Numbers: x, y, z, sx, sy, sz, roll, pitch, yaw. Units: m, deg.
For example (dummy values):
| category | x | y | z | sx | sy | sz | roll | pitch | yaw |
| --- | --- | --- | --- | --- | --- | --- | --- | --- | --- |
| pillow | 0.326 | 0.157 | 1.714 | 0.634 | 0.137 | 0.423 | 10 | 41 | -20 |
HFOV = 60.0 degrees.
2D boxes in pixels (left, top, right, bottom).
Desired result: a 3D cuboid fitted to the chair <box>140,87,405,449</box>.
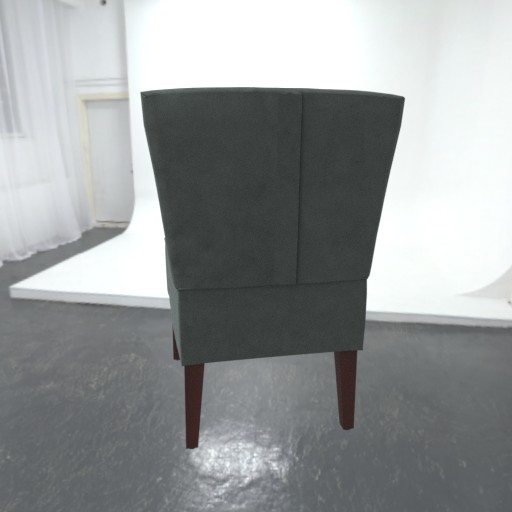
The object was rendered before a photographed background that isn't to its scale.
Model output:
| category | x | y | z | sx | sy | sz | roll | pitch | yaw |
| --- | --- | --- | --- | --- | --- | --- | --- | --- | --- |
| chair | 0.000 | 0.000 | 1.191 | 0.521 | 0.806 | 0.554 | -3 | 16 | -10 |
